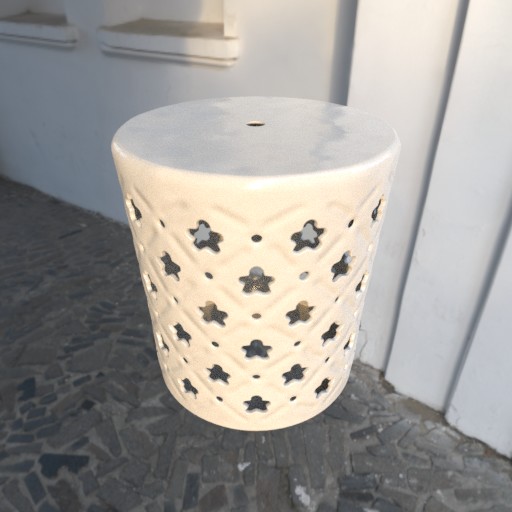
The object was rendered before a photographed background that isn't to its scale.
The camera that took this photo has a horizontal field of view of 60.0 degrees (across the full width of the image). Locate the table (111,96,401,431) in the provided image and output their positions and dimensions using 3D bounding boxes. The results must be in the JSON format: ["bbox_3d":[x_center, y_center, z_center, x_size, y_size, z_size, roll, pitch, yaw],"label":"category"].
[{"bbox_3d":[0.000,0.000,0.652,0.352,0.387,0.352,0,32,0],"label":"table"}]
